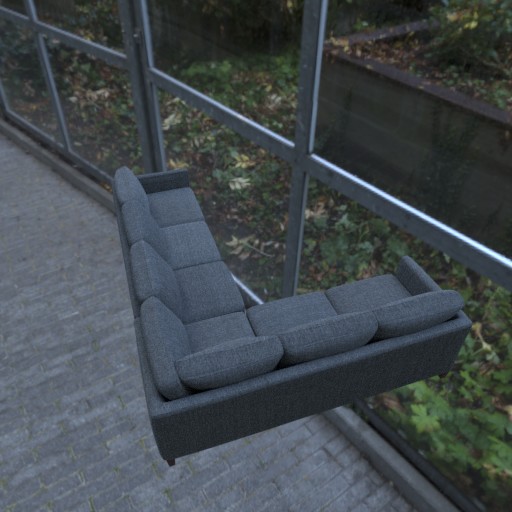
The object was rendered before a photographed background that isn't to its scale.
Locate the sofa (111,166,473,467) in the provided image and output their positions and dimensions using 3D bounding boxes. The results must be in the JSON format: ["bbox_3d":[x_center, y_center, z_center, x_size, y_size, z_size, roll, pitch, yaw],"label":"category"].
[{"bbox_3d":[0.000,0.000,4.532,2.593,0.947,3.302,-12,41,-14],"label":"sofa"}]
